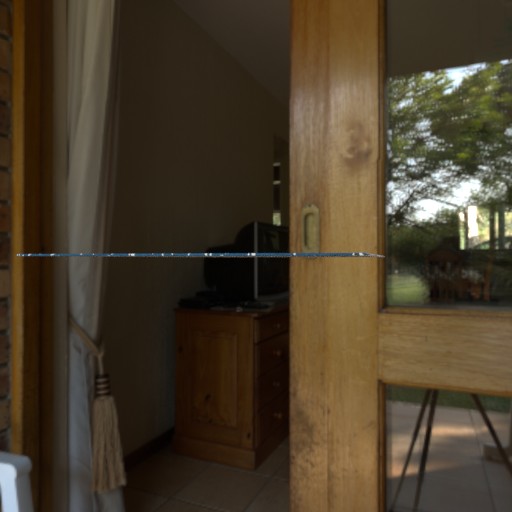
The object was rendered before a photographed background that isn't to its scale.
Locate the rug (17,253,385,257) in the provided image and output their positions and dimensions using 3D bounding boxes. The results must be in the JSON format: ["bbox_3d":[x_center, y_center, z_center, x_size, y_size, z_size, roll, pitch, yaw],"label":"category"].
[{"bbox_3d":[0.000,0.000,2.274,1.220,0.007,1.828,0,0,18],"label":"rug"}]
